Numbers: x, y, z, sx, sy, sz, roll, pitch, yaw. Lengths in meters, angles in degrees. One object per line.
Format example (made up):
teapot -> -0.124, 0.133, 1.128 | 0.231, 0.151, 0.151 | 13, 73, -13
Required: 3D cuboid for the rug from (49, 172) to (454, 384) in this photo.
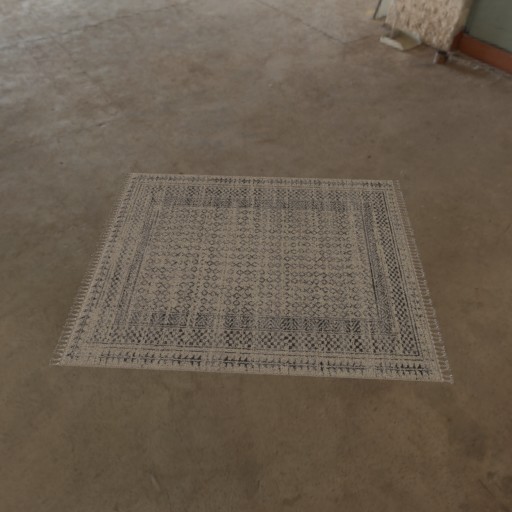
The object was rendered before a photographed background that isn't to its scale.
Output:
rug -> 0.000, 0.000, 3.949 | 2.940, 0.013, 2.312 | 2, 48, 2
